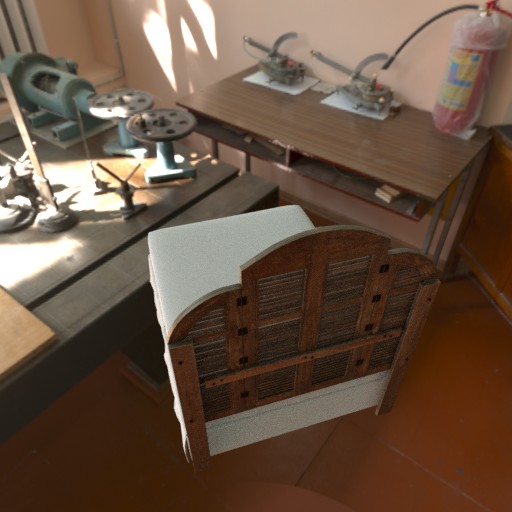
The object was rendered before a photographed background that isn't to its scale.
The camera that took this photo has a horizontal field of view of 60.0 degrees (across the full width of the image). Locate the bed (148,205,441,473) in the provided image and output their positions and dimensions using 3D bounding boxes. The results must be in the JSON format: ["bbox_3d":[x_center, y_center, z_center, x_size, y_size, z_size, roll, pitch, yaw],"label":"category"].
[{"bbox_3d":[0.000,0.000,3.498,1.713,2.019,2.138,-12,43,-13],"label":"bed"}]
